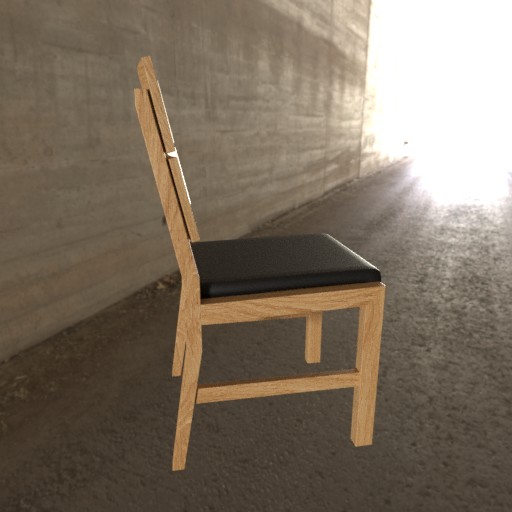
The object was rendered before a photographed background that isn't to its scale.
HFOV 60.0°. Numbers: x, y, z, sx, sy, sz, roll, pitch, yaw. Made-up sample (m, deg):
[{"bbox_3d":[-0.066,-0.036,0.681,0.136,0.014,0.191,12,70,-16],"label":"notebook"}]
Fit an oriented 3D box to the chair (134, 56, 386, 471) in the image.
[{"bbox_3d":[0.000,0.000,1.236,0.569,0.950,0.475,-3,17,-10],"label":"chair"}]
